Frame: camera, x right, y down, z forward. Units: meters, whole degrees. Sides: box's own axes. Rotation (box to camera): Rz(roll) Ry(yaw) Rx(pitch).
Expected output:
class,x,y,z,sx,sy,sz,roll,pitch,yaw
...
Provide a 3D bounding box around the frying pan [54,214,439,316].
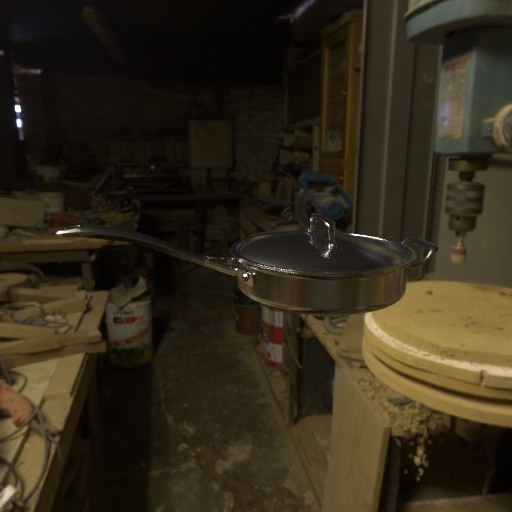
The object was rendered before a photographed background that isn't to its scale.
class,x,y,z,sx,sy,sz,roll,pitch,yaw
frying pan,0.000,0.000,0.668,0.561,0.114,0.280,-3,14,-10
